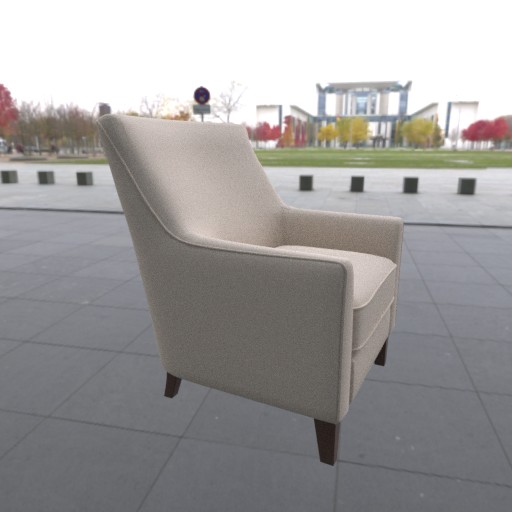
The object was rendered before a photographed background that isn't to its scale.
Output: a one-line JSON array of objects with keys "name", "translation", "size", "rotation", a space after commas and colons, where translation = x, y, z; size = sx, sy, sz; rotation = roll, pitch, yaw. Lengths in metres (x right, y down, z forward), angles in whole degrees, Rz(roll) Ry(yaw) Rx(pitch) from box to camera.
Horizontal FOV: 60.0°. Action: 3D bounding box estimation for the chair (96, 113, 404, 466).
[{"name": "chair", "translation": [0.000, 0.000, 1.530], "size": [0.879, 0.916, 0.756], "rotation": [7, 16, 27]}]
